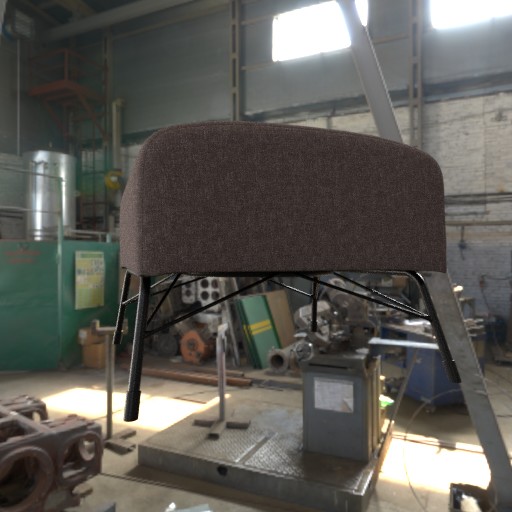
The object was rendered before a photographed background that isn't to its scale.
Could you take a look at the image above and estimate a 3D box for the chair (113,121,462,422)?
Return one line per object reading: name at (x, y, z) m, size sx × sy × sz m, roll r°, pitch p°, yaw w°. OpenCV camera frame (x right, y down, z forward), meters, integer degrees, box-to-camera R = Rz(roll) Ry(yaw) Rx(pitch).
chair at (0.000, 0.000, 0.881) m, size 0.530 × 0.410 × 0.530 m, roll 0°, pitch 0°, yaw -19°
